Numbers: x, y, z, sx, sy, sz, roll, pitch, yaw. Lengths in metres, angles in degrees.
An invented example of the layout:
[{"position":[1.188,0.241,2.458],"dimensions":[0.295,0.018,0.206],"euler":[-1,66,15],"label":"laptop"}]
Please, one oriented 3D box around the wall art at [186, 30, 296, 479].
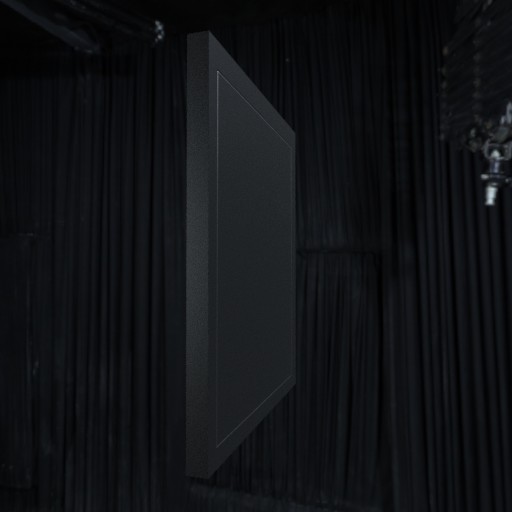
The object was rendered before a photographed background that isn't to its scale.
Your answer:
[{"position":[0.000,0.000,0.774],"dimensions":[0.031,0.558,0.461],"euler":[0,-1,19],"label":"wall art"}]
